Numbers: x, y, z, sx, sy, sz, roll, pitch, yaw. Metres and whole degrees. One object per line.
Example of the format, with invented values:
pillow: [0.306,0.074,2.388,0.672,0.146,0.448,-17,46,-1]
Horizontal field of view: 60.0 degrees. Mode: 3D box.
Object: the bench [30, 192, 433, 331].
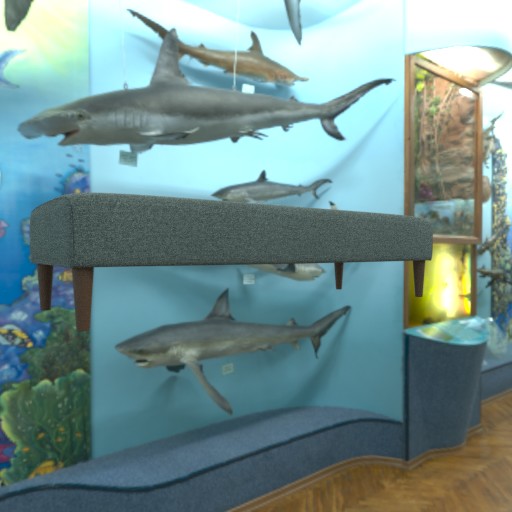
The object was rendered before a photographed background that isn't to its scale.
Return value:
bench: [0.000,0.000,1.825,1.598,0.384,0.631,0,1,-36]
